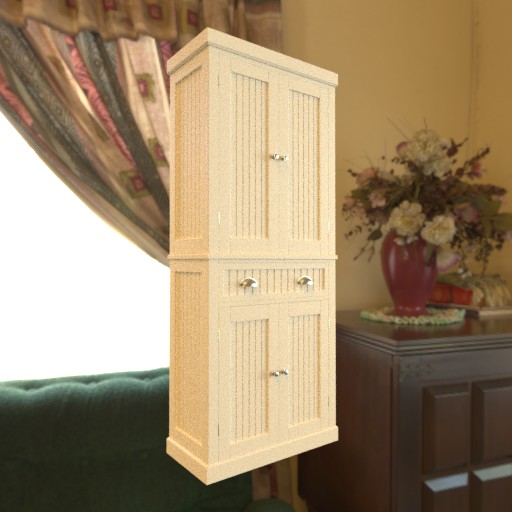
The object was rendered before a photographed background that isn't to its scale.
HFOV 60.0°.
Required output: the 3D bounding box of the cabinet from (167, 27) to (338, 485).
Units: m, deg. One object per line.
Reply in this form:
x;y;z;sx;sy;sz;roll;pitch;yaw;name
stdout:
0.000;0.000;2.137;0.754;1.829;0.390;1;-1;-36;cabinet
